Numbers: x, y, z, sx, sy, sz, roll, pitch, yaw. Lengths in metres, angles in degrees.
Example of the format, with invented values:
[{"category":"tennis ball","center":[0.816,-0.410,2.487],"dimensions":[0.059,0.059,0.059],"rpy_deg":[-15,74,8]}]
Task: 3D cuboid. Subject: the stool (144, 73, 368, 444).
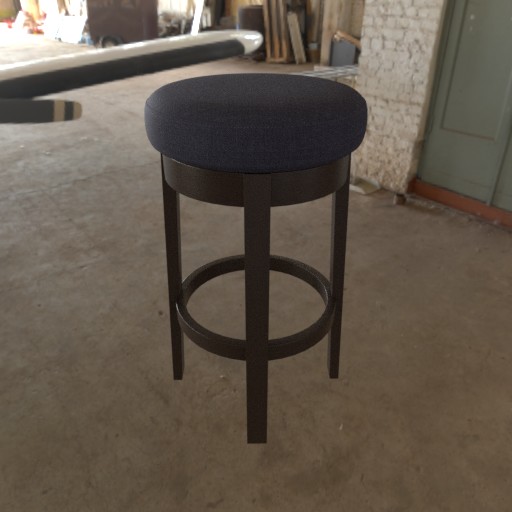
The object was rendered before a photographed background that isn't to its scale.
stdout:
[{"category":"stool","center":[0.000,0.000,1.032],"dimensions":[0.446,0.758,0.446],"rpy_deg":[0,30,0]}]
